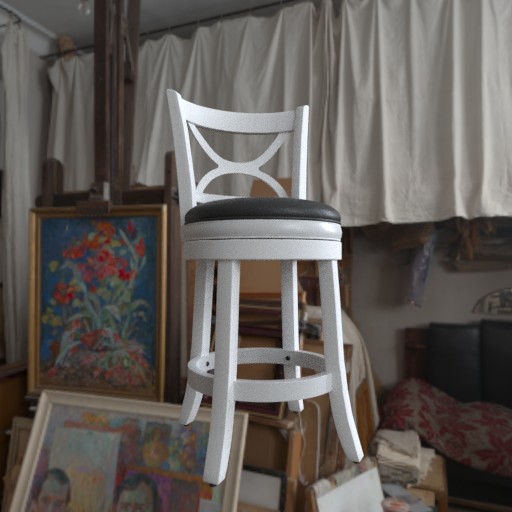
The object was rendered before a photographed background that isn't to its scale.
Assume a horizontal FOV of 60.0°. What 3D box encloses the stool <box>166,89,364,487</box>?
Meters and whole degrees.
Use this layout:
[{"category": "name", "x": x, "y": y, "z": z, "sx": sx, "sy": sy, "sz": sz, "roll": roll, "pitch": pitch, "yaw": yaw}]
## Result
[{"category": "stool", "x": 0.000, "y": 0.000, "z": 1.190, "sx": 0.444, "sy": 0.953, "sz": 0.508, "roll": 0, "pitch": -1, "yaw": -18}]
